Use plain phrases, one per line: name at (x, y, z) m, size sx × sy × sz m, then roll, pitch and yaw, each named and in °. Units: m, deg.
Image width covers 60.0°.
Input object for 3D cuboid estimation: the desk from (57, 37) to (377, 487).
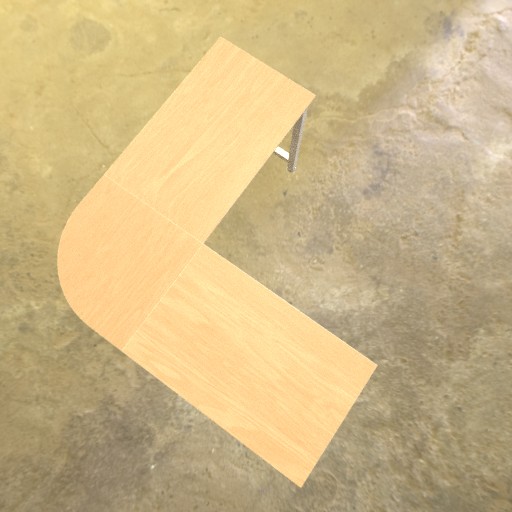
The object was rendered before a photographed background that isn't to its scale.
desk at (0.000, 0.000, 2.241) m, size 1.400 × 0.762 × 1.400 m, roll 35°, pitch 79°, yaw 8°
